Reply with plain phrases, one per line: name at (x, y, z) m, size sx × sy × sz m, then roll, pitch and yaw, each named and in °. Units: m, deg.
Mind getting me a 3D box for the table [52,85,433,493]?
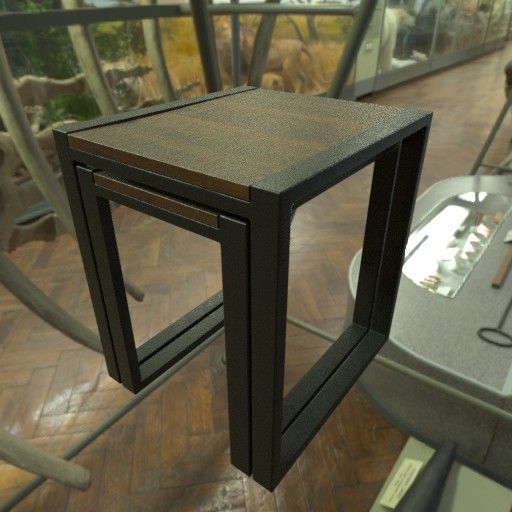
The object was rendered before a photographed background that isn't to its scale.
table at (0.000, 0.000, 0.906) m, size 0.449 × 0.550 × 0.500 m, roll 21°, pitch 36°, yaw 32°
